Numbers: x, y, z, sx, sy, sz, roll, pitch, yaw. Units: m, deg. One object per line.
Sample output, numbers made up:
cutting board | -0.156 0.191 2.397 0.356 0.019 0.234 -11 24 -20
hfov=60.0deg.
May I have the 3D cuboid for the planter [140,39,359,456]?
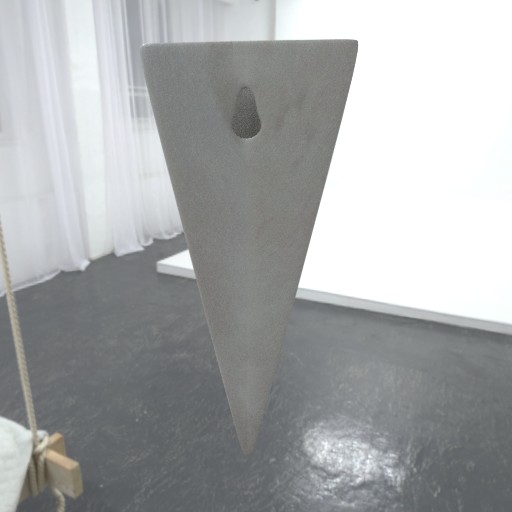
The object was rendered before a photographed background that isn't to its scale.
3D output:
planter | 0.000 0.000 0.155 0.058 0.130 0.047 2 17 7
